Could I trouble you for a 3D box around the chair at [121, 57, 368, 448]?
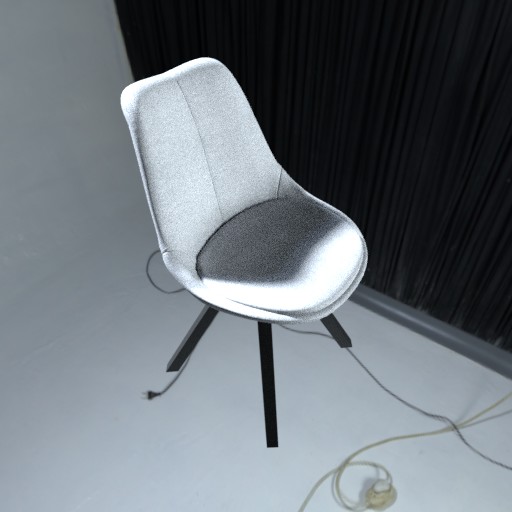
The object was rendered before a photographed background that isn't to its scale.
[{"bbox_3d":[0.000,0.000,1.166,0.550,0.850,0.485,26,48,27],"label":"chair"}]
